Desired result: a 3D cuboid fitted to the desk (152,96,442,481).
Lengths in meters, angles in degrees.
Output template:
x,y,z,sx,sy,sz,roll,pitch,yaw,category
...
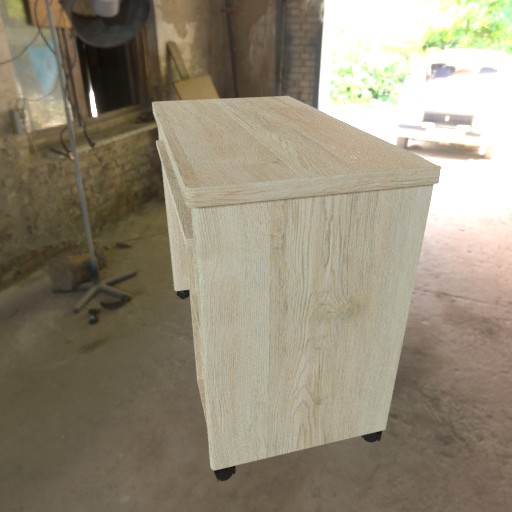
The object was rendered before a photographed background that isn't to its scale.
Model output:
x,y,z,sx,sy,sz,roll,pitch,yaw,category
0.000,0.000,1.329,0.480,0.770,0.885,-7,29,-13,desk
